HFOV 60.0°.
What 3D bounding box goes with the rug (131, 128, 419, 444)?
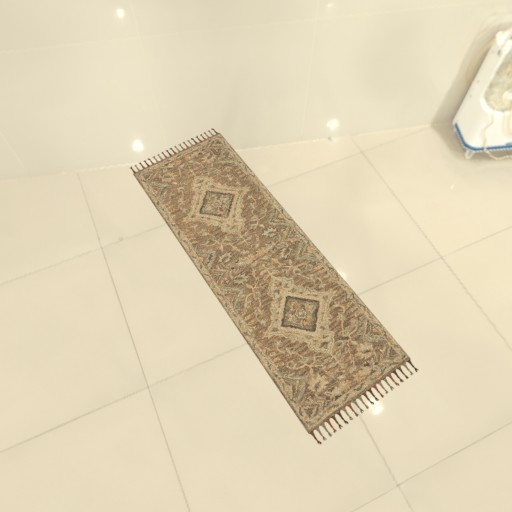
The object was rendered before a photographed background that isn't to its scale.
[{"bbox_3d":[0.000,0.000,2.894,1.324,0.018,2.378,-16,62,-9],"label":"rug"}]
